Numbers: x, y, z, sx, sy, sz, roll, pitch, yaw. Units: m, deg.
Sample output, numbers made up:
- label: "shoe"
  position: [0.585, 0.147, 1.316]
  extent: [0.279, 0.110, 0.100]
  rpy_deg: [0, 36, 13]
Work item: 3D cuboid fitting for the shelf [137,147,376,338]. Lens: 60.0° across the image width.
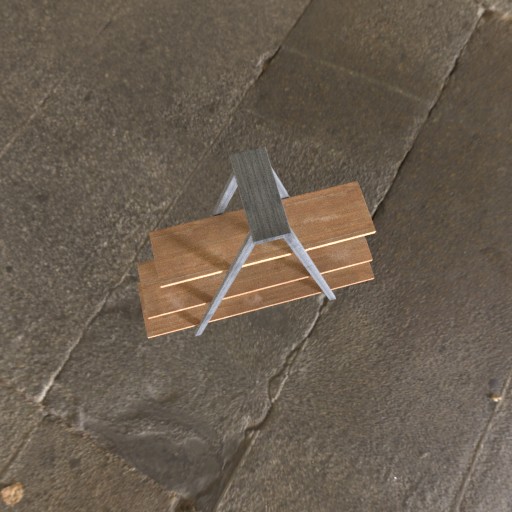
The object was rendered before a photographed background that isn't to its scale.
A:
- label: "shelf"
  position: [0.000, 0.000, 2.730]
  extent: [1.746, 1.808, 0.508]
  rpy_deg: [-14, 74, -4]
